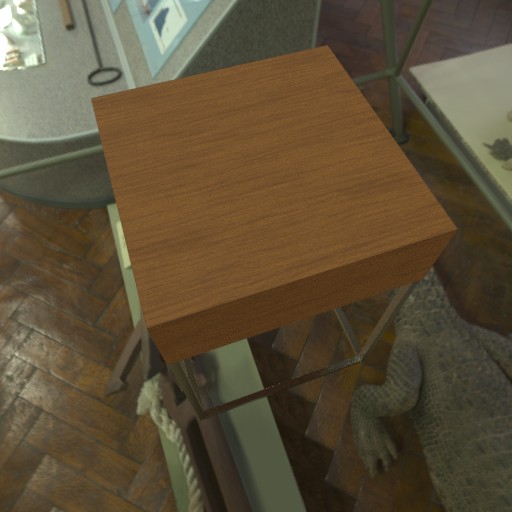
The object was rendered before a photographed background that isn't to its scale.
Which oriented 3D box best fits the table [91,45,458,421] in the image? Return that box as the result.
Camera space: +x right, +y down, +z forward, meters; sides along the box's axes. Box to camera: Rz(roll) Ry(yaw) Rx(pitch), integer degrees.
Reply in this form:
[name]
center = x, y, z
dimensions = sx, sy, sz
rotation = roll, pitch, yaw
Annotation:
[table]
center = 0.000, 0.000, 0.850
dimensions = 0.397, 0.540, 0.398
rotation = -17, 61, -10
